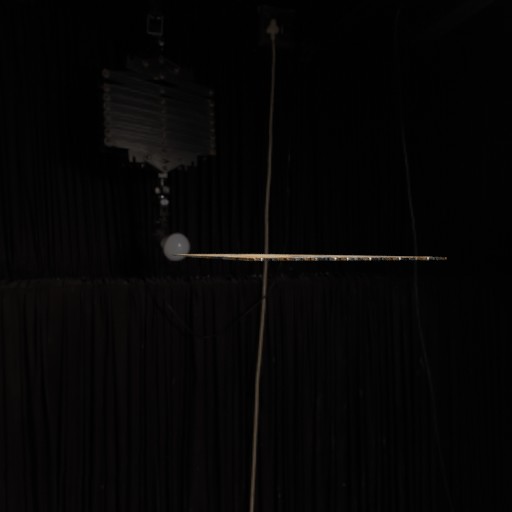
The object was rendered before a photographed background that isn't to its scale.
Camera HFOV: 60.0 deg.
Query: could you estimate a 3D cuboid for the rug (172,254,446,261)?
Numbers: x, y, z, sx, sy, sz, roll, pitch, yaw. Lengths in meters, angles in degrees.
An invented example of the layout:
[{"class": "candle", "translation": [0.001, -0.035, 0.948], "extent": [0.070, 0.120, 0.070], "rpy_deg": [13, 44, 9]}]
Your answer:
[{"class": "rug", "translation": [0.000, 0.000, 2.685], "extent": [0.783, 0.010, 2.437], "rpy_deg": [0, 1, -17]}]
